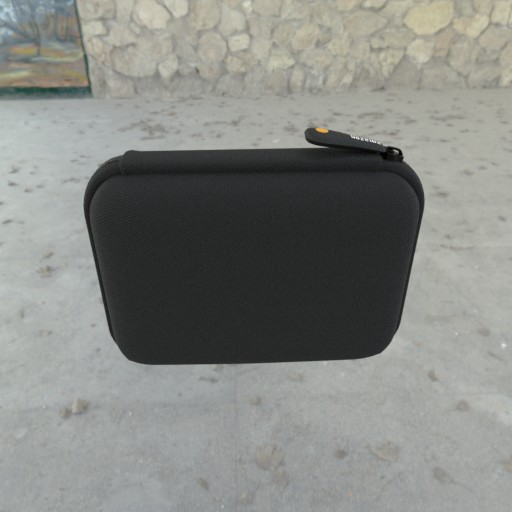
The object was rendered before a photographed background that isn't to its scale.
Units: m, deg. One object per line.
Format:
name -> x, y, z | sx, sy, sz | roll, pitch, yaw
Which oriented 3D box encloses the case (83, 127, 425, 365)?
case -> 0.000, 0.000, 0.185 | 0.132, 0.105, 0.038 | -1, 30, -2
